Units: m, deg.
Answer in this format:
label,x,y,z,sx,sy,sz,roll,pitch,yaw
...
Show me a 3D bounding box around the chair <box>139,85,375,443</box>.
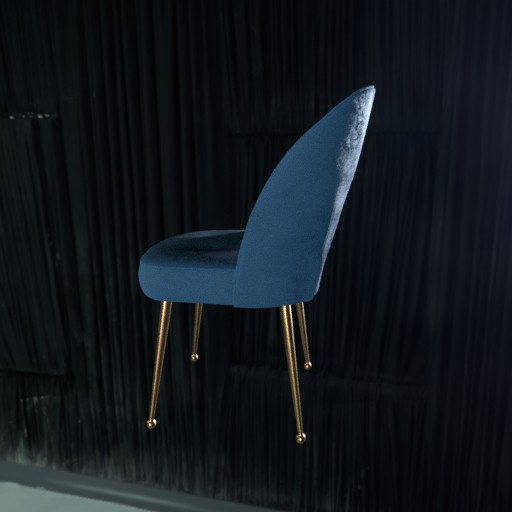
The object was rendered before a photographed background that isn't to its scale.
label,x,y,z,sx,sy,sz,roll,pitch,yaw
chair,0.000,0.000,1.220,0.577,0.860,0.527,2,13,9
